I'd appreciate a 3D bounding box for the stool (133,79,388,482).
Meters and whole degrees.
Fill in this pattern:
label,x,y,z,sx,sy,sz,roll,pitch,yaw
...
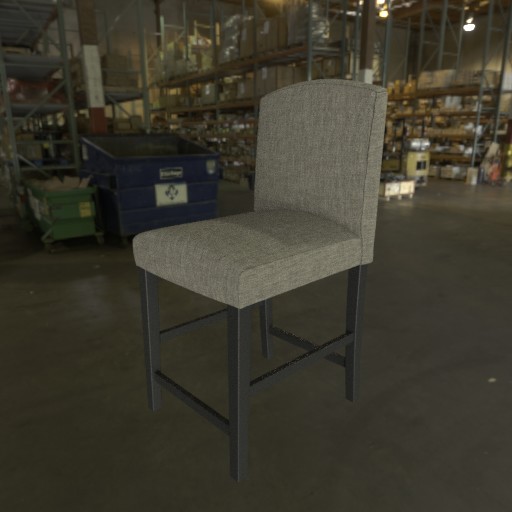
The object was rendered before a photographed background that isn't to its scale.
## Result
label,x,y,z,sx,sy,sz,roll,pitch,yaw
stool,0.000,0.000,1.253,0.552,0.966,0.451,-14,21,-42
